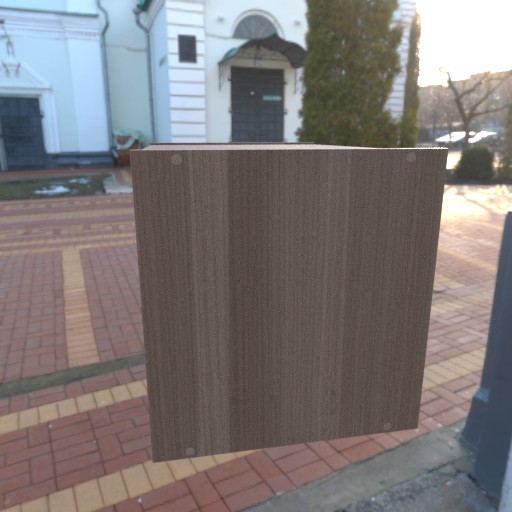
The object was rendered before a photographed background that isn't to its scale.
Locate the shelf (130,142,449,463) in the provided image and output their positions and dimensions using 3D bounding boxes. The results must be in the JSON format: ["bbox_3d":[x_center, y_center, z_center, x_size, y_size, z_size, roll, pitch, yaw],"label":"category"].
[{"bbox_3d":[0.000,0.000,0.626,0.290,0.305,0.415,-3,15,-10],"label":"shelf"}]
